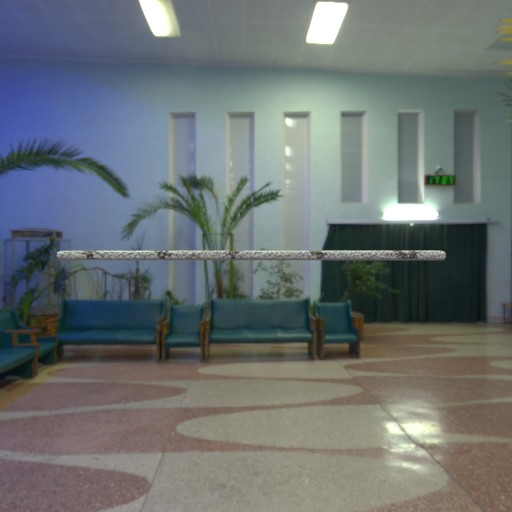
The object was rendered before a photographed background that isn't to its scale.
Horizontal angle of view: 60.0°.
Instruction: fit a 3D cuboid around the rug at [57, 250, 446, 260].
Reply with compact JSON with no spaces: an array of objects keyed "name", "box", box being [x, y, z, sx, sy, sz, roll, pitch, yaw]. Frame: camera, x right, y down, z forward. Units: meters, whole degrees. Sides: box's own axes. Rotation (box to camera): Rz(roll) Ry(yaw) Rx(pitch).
[{"name":"rug","box":[0.000,0.000,2.263,1.219,0.030,1.778,0,0,1]}]
